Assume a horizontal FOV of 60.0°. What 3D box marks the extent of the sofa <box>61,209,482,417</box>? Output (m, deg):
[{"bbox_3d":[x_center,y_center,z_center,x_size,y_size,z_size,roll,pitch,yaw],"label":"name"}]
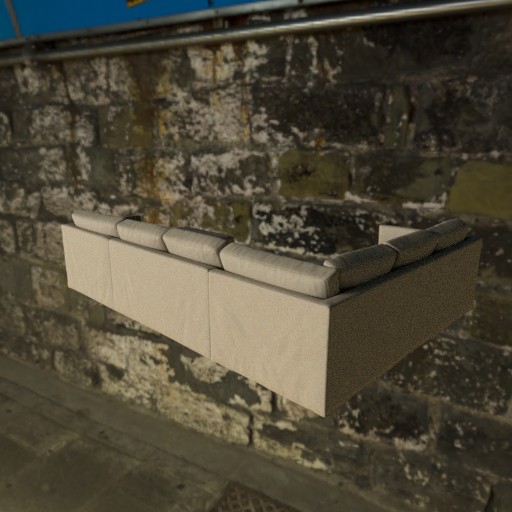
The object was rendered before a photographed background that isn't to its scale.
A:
[{"bbox_3d":[0.000,0.000,4.443,3.460,0.882,2.427,14,20,42],"label":"sofa"}]
